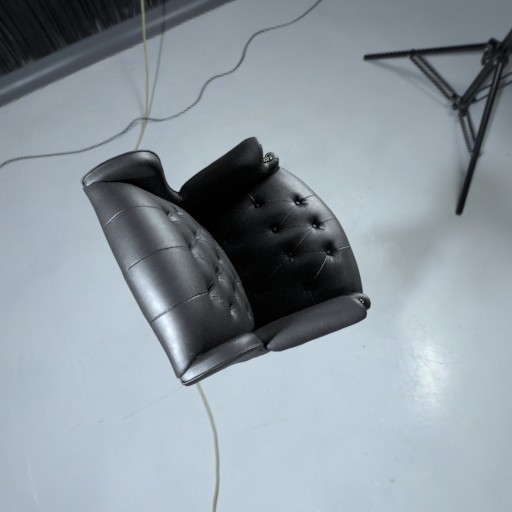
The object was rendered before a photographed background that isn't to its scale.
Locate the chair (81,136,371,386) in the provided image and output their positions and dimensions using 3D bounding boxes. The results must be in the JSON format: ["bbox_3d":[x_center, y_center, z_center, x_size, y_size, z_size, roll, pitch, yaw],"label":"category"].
[{"bbox_3d":[0.000,0.000,1.738,0.822,1.133,0.831,-29,77,-7],"label":"chair"}]
